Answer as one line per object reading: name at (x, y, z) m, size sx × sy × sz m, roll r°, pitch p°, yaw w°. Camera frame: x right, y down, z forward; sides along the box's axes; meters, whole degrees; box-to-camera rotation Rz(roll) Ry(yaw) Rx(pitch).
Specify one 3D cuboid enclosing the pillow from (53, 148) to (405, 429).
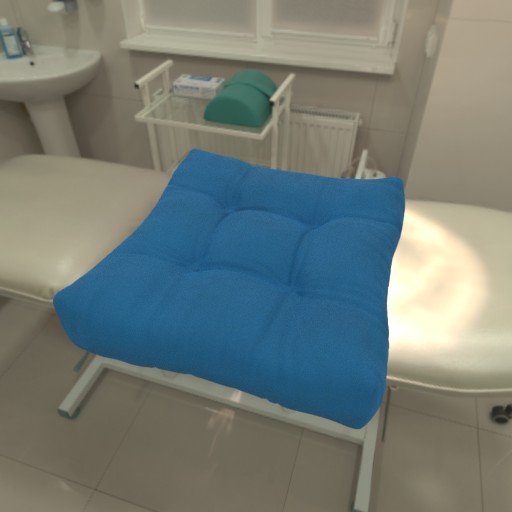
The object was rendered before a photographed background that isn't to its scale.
pillow at (0.000, 0.000, 0.757) m, size 0.468 × 0.128 × 0.490 m, roll 12°, pitch 42°, yaw 13°
